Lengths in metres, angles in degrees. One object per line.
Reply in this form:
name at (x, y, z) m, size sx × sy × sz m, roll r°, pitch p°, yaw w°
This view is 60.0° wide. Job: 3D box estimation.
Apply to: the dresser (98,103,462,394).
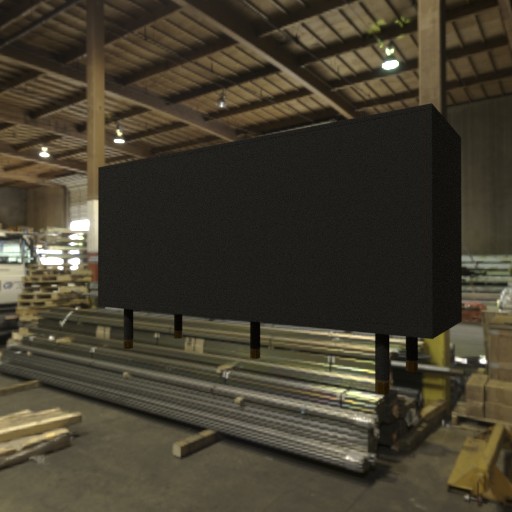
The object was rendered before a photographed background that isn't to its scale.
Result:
dresser at (0.000, 0.000, 1.909) m, size 1.558 × 0.872 × 0.463 m, roll 0°, pitch -1°, yaw 35°
